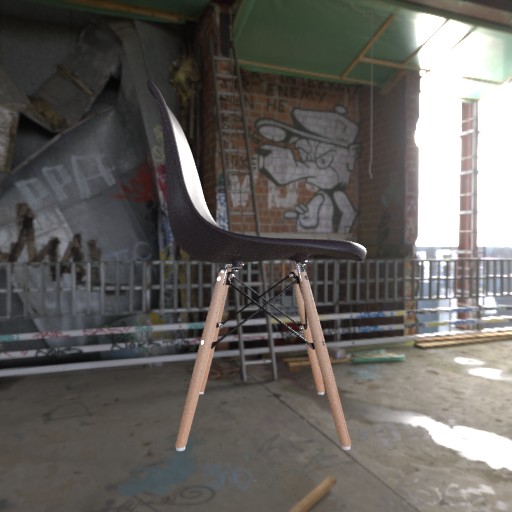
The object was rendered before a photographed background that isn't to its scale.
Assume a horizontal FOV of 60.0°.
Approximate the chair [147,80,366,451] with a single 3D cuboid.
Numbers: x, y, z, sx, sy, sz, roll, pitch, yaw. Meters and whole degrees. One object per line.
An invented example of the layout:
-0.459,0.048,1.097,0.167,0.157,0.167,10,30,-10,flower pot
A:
0.000,0.000,1.126,0.533,0.825,0.470,0,1,0,chair
